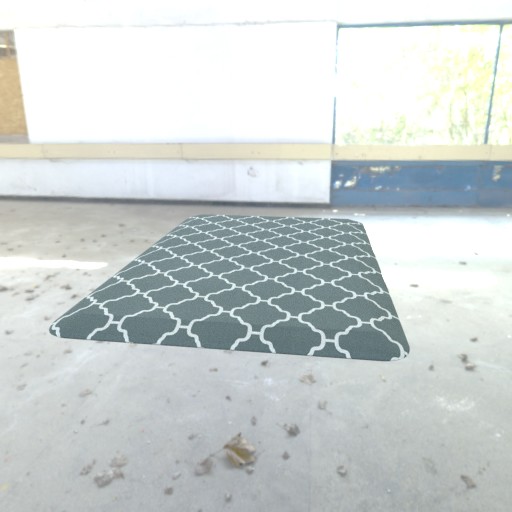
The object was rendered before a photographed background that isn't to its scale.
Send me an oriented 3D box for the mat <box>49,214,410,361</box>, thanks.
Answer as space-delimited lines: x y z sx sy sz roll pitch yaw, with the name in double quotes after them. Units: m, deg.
0.000 0.000 0.942 0.508 0.021 0.762 2 18 8 "mat"
